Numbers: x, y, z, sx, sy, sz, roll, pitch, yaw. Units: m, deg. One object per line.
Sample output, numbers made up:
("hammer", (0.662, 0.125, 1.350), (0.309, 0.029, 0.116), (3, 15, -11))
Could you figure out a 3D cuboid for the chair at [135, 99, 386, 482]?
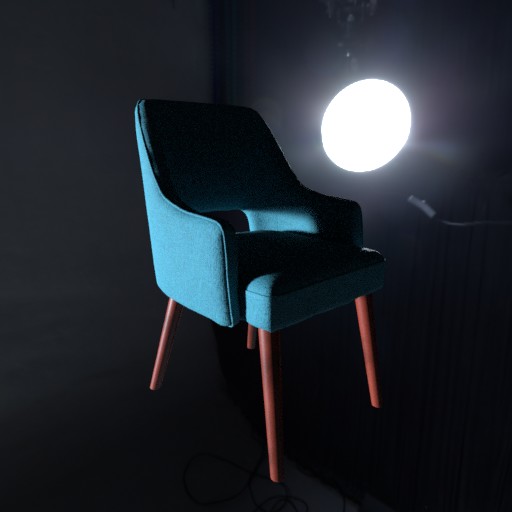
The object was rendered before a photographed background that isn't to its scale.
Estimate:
("chair", (0.000, 0.000, 1.232), (0.548, 0.849, 0.605), (-13, 19, -42))
